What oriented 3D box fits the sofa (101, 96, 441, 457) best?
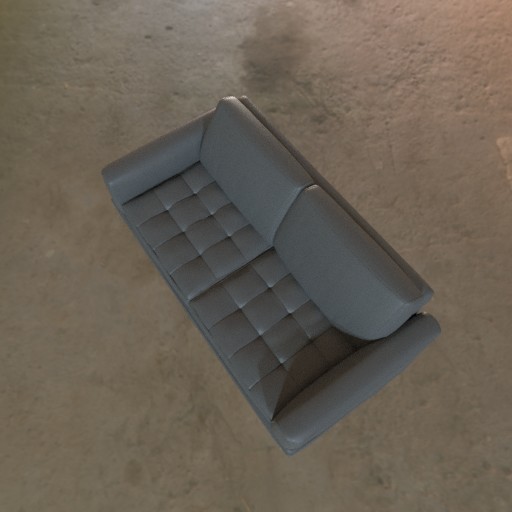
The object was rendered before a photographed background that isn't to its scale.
[{"bbox_3d":[0.000,0.000,2.840,1.121,0.930,2.177,-33,68,-15],"label":"sofa"}]
